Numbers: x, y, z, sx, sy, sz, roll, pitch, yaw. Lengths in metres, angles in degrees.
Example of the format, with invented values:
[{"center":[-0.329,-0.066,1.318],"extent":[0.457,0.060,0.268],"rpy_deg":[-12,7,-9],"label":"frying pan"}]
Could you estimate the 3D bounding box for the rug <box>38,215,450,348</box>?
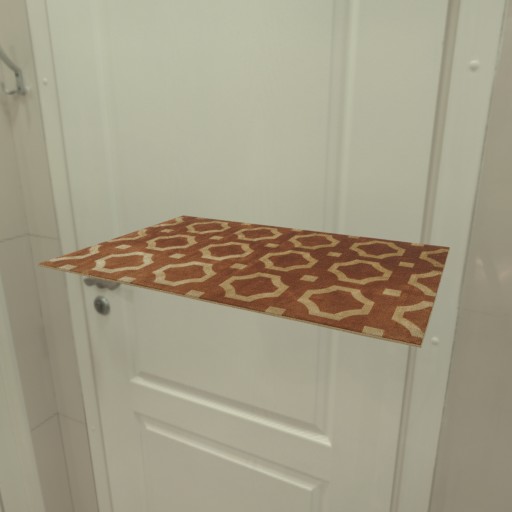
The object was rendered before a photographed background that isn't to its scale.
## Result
[{"center":[0.000,0.000,2.948],"extent":[2.286,0.016,1.555],"rpy_deg":[9,20,25],"label":"rug"}]
